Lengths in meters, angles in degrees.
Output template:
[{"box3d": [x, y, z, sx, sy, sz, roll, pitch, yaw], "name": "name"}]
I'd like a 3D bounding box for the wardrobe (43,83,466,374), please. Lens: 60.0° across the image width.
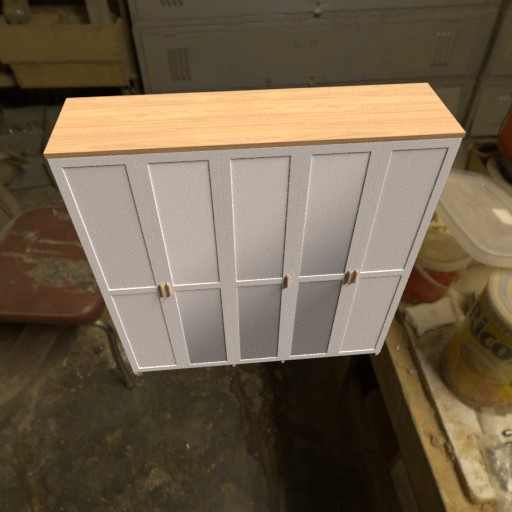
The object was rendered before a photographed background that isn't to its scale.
[{"box3d": [0.000, 0.000, 3.266, 2.160, 2.260, 0.590, -4, 47, -4], "name": "wardrobe"}]
